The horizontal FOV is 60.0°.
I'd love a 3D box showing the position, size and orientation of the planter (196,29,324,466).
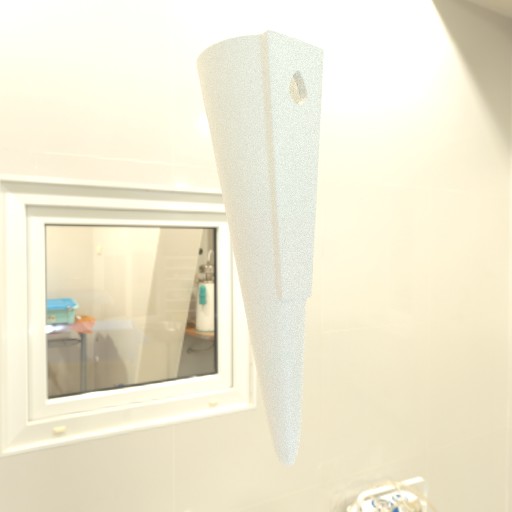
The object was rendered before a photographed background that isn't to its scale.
[{"bbox_3d":[0.000,0.000,0.224,0.057,0.193,0.064,-1,1,-36],"label":"planter"}]
